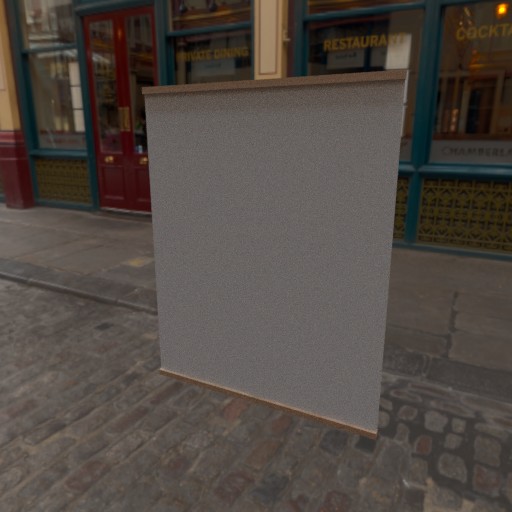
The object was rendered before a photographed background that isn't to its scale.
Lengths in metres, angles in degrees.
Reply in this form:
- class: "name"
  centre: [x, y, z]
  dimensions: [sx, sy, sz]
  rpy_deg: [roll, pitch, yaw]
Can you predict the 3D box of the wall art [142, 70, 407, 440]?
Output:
- class: "wall art"
  centre: [0.000, 0.000, 0.685]
  dimensions: [0.405, 0.508, 0.012]
  rpy_deg: [8, 17, 27]
